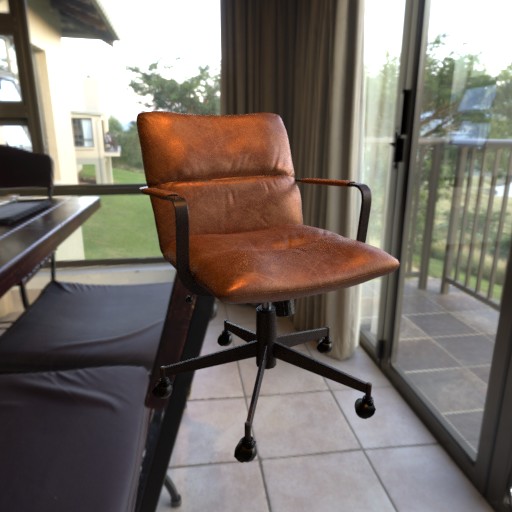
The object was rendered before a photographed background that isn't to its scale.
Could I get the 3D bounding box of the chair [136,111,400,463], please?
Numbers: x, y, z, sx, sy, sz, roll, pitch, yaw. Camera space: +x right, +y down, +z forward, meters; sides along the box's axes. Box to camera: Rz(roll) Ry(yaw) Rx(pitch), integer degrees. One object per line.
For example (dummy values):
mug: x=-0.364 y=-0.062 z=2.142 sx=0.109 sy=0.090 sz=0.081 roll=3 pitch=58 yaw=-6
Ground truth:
chair: x=0.000 y=0.000 z=1.460 sx=0.727 sy=0.922 sz=0.754 roll=-8 pitch=18 yaw=-26
